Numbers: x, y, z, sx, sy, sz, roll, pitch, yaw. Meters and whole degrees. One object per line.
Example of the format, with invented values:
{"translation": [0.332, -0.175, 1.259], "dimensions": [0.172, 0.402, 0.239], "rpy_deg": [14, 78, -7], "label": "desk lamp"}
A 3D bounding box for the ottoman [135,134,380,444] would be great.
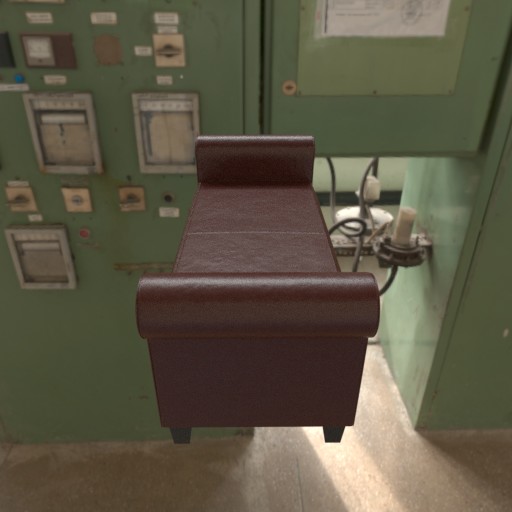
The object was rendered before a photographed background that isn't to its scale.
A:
{"translation": [0.000, 0.000, 1.557], "dimensions": [0.521, 0.547, 1.256], "rpy_deg": [0, 30, 0], "label": "ottoman"}
